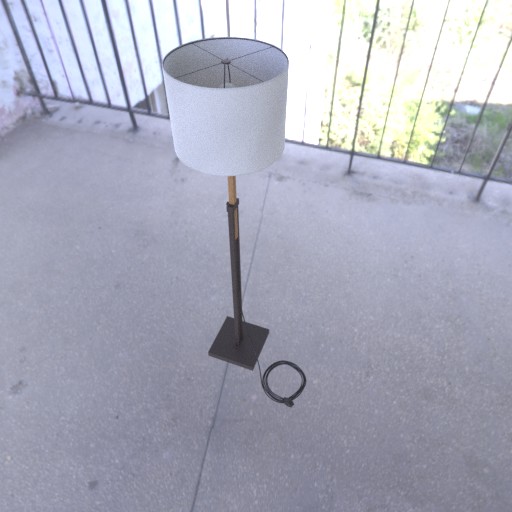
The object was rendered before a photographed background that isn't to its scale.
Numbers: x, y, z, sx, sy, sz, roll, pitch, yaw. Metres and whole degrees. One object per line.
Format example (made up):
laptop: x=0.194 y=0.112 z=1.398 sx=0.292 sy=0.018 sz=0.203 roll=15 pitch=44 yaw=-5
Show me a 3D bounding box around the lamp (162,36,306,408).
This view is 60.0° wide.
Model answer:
lamp: x=0.000 y=0.000 z=1.961 sx=0.639 sy=1.650 sz=0.474 roll=15 pitch=48 yaw=14
